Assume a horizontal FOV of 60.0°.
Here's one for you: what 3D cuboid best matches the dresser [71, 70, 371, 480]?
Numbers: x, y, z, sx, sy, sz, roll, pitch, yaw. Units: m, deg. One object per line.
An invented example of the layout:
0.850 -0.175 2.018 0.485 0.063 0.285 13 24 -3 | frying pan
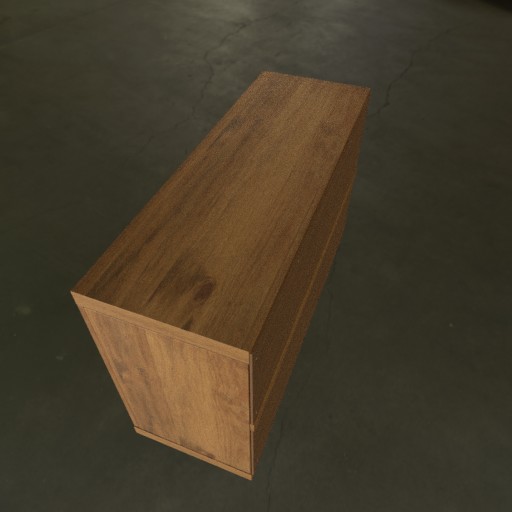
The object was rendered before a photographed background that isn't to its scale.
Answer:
0.000 0.000 1.663 0.479 0.825 1.261 16 48 15 | dresser
